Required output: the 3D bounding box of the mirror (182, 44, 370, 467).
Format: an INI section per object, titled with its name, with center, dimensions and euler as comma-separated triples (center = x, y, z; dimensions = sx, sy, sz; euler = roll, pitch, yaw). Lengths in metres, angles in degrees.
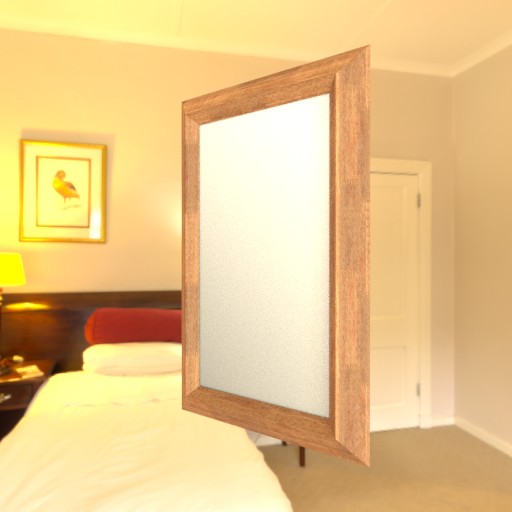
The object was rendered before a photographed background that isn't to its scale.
[mirror]
center = 0.000, 0.000, 1.238
dimensions = 0.651, 1.010, 0.047
euler = 0, 0, 38
